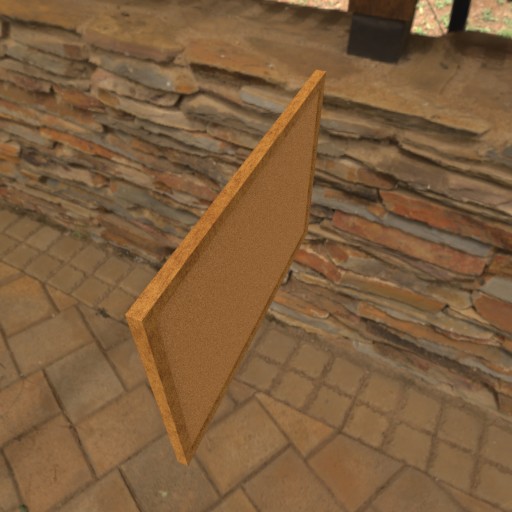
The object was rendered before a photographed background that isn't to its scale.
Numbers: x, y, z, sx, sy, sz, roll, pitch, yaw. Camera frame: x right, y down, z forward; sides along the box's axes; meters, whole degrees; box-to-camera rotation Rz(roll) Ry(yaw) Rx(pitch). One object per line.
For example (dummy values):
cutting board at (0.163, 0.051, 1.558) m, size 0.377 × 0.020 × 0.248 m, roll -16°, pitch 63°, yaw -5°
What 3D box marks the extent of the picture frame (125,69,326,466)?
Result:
picture frame at (0.000, 0.000, 1.176) m, size 0.029 × 0.621 × 0.922 m, roll 17°, pitch 49°, yaw 16°
